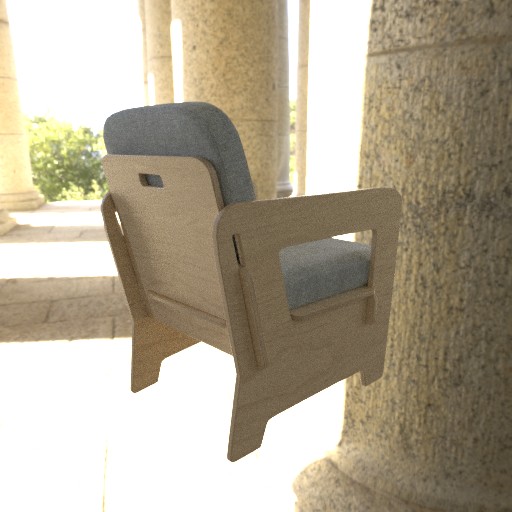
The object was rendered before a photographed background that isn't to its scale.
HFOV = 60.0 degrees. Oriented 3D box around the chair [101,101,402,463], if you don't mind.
[{"bbox_3d":[0.000,0.000,1.284,0.590,0.800,0.710,13,19,42],"label":"chair"}]
